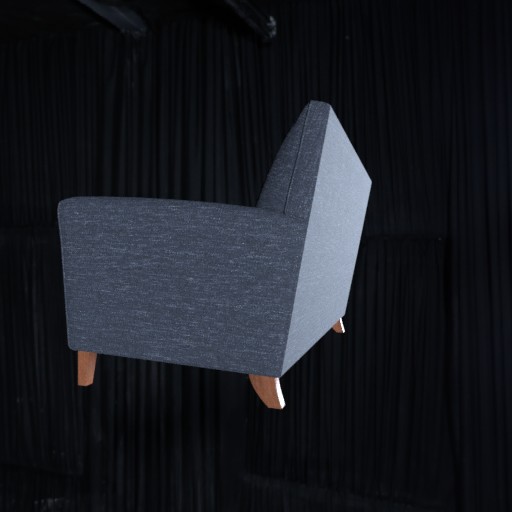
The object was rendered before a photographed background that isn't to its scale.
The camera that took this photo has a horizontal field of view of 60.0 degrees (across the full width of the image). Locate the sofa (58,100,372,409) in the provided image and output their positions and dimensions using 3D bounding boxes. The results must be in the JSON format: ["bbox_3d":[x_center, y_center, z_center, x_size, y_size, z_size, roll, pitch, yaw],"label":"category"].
[{"bbox_3d":[0.000,0.000,1.938,0.875,0.846,1.420,0,1,19],"label":"sofa"}]
